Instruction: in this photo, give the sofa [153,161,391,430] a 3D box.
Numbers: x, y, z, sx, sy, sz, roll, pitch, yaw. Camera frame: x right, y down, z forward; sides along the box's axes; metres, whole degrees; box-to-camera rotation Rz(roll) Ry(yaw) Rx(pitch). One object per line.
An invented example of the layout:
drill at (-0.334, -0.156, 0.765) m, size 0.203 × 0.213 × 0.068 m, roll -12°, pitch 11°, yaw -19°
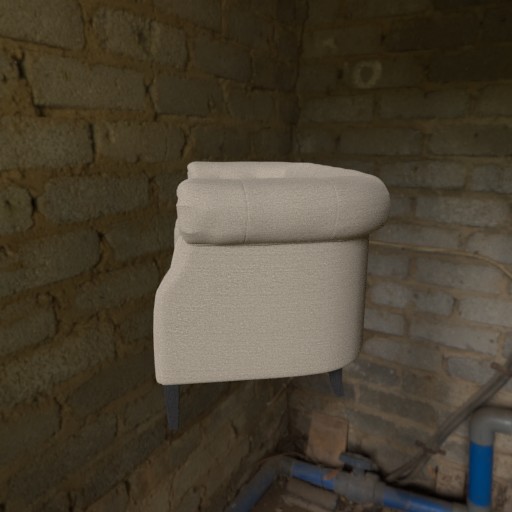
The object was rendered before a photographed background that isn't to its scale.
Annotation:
sofa at (0.000, 0.000, 2.080) m, size 0.835 × 0.827 × 1.558 m, roll -2°, pitch 14°, yaw -7°
